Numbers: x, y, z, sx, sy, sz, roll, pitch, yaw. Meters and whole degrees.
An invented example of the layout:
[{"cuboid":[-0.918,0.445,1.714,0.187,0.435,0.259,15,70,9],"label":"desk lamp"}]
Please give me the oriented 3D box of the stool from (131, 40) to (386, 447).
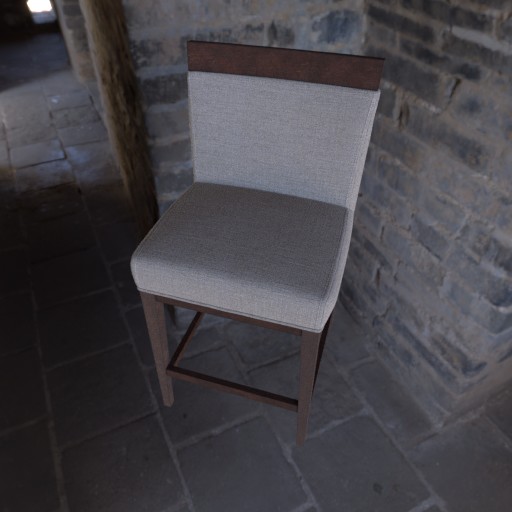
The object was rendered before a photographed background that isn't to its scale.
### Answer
[{"cuboid":[0.000,0.000,1.278,0.512,1.009,0.531,12,42,13],"label":"stool"}]
